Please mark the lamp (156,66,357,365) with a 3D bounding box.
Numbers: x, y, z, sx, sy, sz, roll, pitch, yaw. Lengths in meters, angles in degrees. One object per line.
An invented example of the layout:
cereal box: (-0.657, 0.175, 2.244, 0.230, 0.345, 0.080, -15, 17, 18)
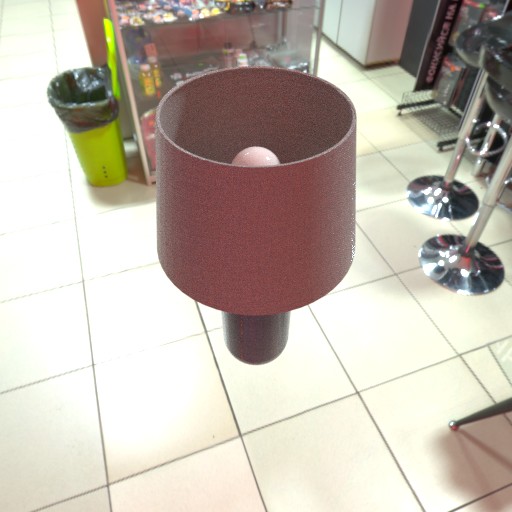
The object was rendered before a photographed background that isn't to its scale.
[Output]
lamp: (0.000, 0.000, 0.599, 0.253, 0.428, 0.253, 0, 47, 0)
